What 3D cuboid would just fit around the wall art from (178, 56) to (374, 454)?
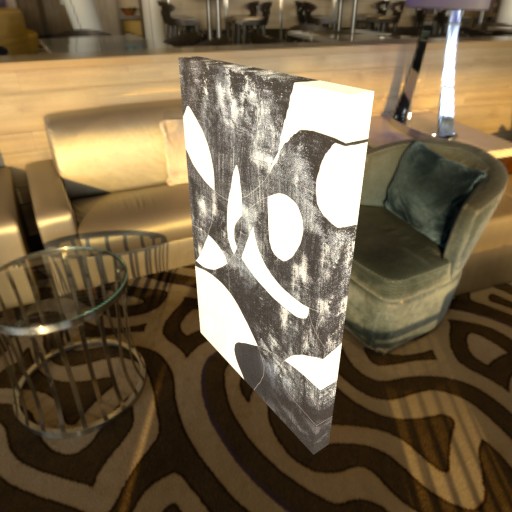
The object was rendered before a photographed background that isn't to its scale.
[{"bbox_3d":[0.000,0.000,0.783,0.039,0.610,0.407,-20,36,-30],"label":"wall art"}]
